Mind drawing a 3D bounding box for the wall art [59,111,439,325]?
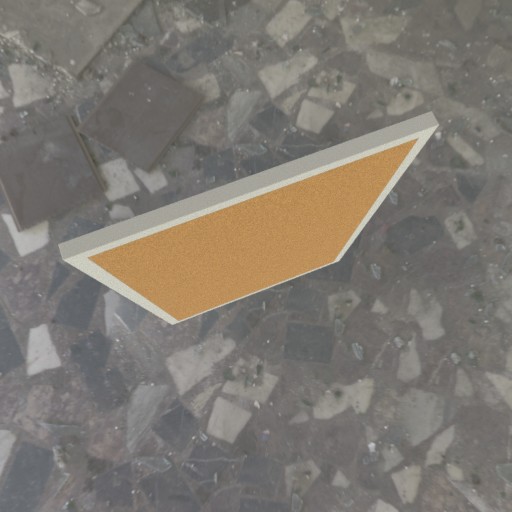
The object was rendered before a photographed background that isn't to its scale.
[{"bbox_3d":[0.000,0.000,0.544,0.303,0.433,0.013,-21,76,-5],"label":"wall art"}]
